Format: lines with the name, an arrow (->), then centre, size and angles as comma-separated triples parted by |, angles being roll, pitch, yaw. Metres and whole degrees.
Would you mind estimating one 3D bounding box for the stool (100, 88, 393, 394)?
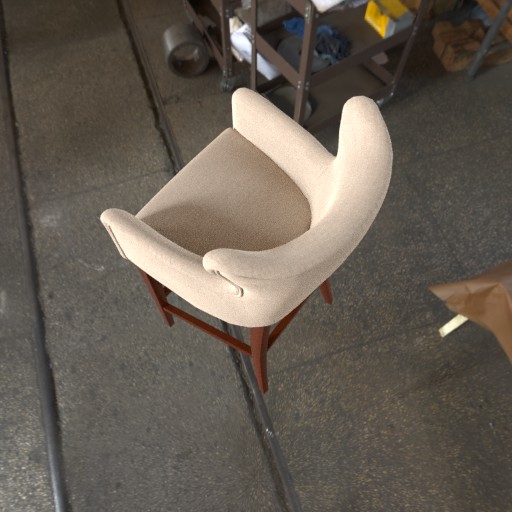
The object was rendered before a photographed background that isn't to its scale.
stool -> 0.000, 0.000, 1.380 | 0.563, 1.034, 0.556 | 35, 68, 16
